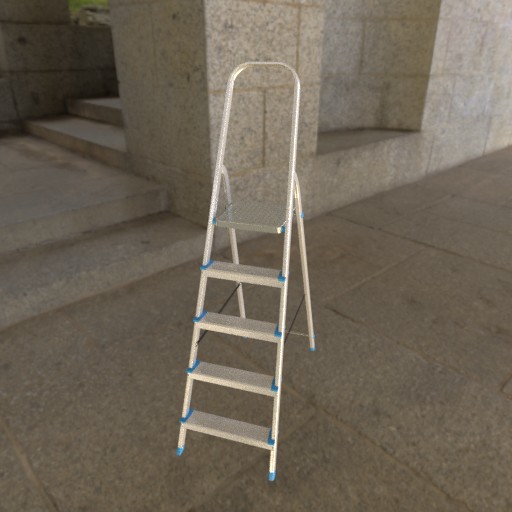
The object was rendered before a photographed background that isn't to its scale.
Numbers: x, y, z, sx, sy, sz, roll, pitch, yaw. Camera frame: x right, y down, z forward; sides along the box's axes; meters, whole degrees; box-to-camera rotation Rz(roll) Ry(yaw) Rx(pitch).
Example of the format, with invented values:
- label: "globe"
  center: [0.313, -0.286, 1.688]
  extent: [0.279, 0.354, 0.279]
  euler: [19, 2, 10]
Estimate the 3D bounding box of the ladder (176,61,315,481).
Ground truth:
- label: "ladder"
  center: [0.000, 0.000, 2.056]
  extent: [0.468, 1.648, 0.990]
  euler: [8, 26, 16]
